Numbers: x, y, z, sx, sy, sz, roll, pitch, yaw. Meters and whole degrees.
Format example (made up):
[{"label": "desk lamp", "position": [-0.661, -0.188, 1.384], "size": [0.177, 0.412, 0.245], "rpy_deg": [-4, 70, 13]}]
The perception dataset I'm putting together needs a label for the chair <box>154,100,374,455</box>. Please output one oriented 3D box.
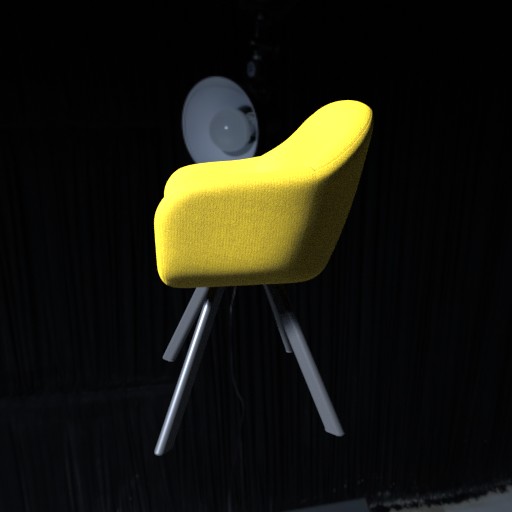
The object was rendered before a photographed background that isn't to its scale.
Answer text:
[{"label": "chair", "position": [0.000, 0.000, 1.191], "size": [0.550, 0.795, 0.590], "rpy_deg": [-2, 15, -9]}]
